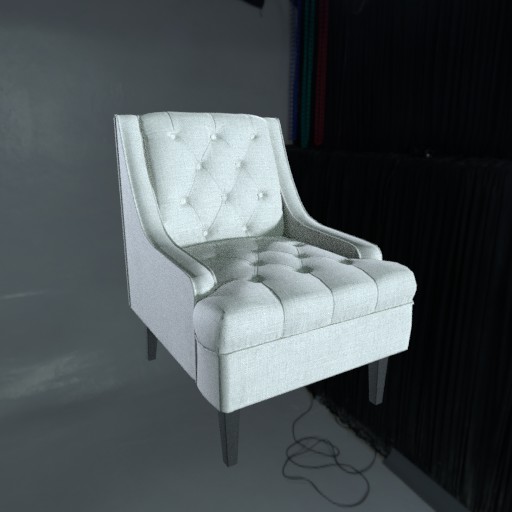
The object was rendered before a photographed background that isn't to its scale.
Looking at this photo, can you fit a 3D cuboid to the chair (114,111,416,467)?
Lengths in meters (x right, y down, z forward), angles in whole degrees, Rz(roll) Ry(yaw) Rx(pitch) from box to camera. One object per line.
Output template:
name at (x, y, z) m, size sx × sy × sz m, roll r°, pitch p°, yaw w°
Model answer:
chair at (0.000, 0.000, 1.407) m, size 0.658 × 0.891 × 0.772 m, roll -9°, pitch 18°, yaw -30°
